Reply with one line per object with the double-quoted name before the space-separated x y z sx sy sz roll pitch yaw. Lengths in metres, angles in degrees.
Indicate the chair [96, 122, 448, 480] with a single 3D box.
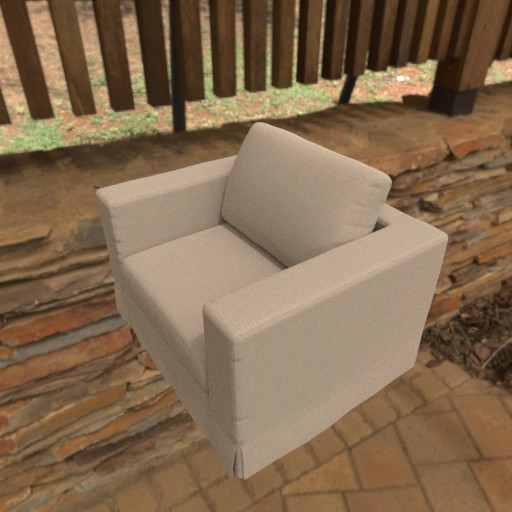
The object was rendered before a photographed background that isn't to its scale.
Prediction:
"chair" 0.000 0.000 1.858 0.957 0.878 1.150 -21 39 -29
